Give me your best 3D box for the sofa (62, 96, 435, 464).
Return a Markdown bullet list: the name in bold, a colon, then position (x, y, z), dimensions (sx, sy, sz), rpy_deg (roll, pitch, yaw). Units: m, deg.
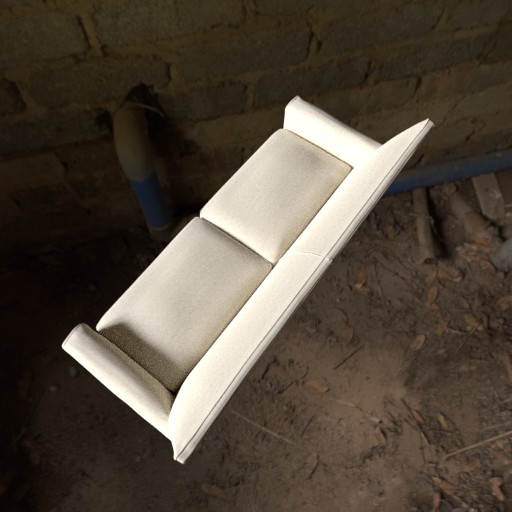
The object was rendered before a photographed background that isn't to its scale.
- **sofa**: position (0.000, 0.000, 2.440), dimensions (0.841, 0.907, 2.001), rpy_deg (34, 69, 15)
